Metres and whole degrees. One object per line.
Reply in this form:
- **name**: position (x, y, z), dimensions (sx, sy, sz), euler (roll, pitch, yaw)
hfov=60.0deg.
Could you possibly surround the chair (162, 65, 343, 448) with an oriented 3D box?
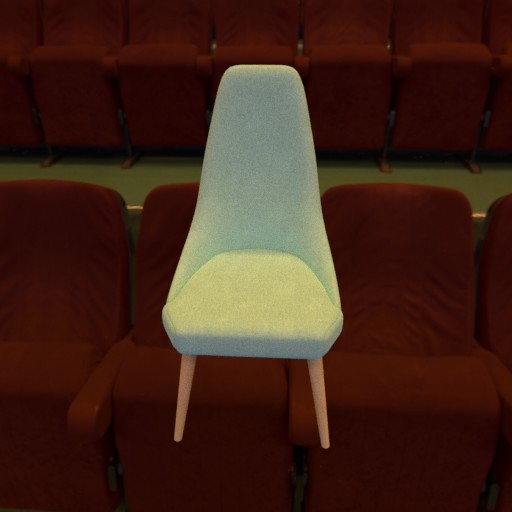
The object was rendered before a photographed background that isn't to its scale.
- **chair**: position (0.000, 0.000, 1.393), dimensions (0.510, 1.040, 0.660), euler (2, 30, 3)
